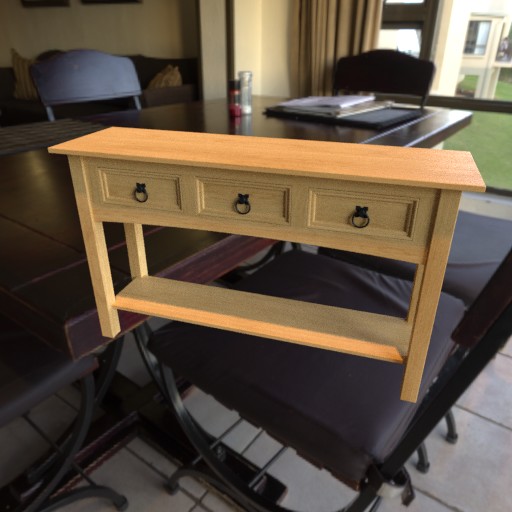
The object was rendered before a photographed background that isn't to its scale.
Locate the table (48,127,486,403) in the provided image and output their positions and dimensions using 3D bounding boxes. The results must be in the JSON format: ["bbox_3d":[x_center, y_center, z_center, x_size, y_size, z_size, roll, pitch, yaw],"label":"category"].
[{"bbox_3d":[0.000,0.000,1.517,1.240,0.730,0.350,8,28,16],"label":"table"}]
